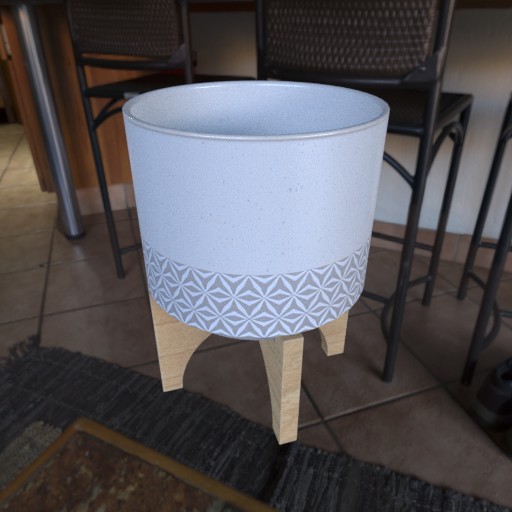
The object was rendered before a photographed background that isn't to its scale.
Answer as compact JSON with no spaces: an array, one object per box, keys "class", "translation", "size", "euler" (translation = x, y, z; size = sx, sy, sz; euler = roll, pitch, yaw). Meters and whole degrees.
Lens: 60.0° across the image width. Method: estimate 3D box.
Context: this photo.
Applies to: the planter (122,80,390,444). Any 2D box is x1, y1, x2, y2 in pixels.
[{"class":"planter","translation":[0.000,0.000,0.511],"size":[0.249,0.343,0.249],"euler":[0,30,0]}]
